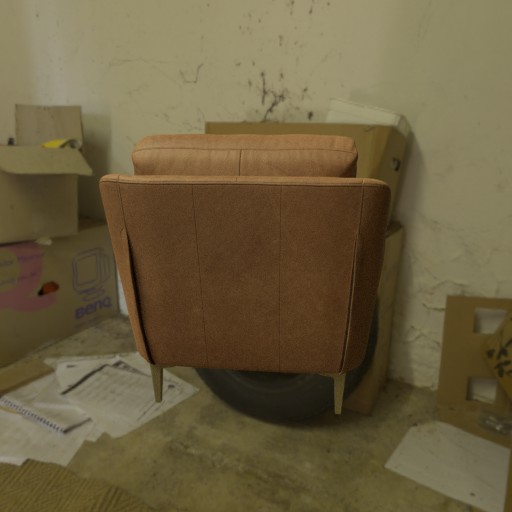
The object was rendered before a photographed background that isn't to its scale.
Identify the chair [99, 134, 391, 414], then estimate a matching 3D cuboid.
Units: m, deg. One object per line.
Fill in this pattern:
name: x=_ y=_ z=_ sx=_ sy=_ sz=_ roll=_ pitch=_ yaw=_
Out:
chair: x=0.000 y=0.000 z=1.685 sx=0.988 sy=0.895 sz=0.963 roll=2 pitch=15 yaw=6
